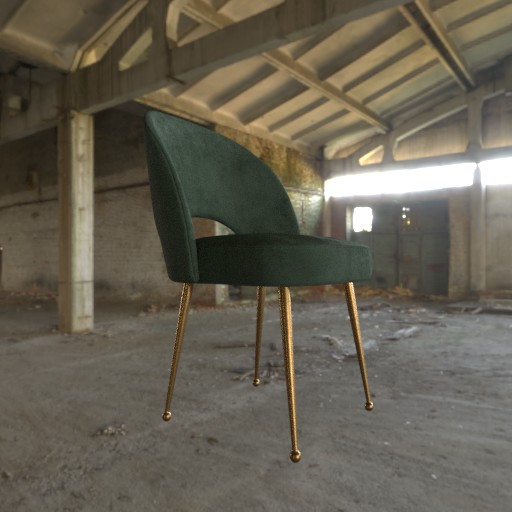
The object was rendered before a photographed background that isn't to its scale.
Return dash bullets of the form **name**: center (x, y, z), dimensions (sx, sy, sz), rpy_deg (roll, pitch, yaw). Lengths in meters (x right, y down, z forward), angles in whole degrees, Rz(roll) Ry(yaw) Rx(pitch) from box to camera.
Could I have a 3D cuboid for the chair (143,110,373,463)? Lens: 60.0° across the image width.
- **chair**: center (0.000, 0.000, 1.231), dimensions (0.577, 0.860, 0.527), rpy_deg (0, 0, 37)
